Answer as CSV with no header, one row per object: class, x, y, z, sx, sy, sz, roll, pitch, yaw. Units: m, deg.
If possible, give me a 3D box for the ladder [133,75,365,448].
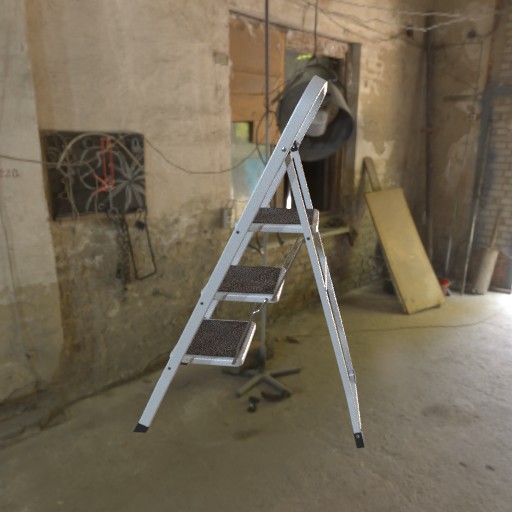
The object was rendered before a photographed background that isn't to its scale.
ladder,0.000,0.000,1.423,0.711,1.050,0.460,2,15,8
